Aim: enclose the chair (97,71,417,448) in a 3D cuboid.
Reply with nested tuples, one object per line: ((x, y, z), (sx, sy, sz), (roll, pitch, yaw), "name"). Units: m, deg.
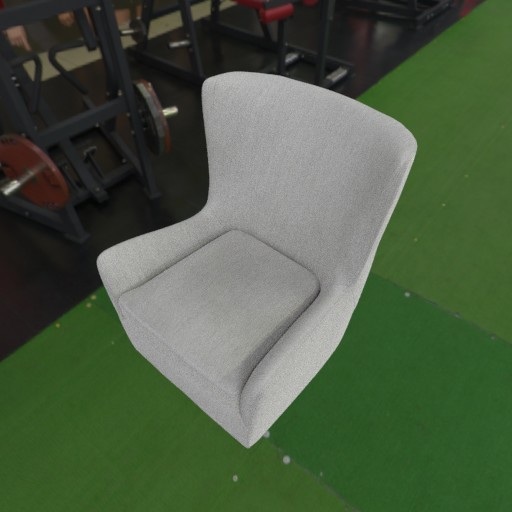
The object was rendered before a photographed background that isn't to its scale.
((0.000, 0.000, 1.644), (0.779, 1.000, 0.904), (32, 55, 27), "chair")
